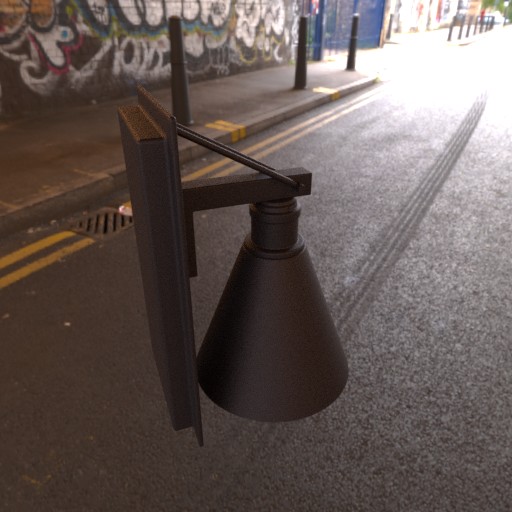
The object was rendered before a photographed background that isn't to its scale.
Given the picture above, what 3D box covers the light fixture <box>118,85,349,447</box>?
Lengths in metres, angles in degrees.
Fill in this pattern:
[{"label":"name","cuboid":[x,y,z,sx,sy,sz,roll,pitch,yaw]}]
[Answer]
[{"label":"light fixture","cuboid":[0.000,0.000,0.425,0.207,0.298,0.170,-10,31,-18]}]
